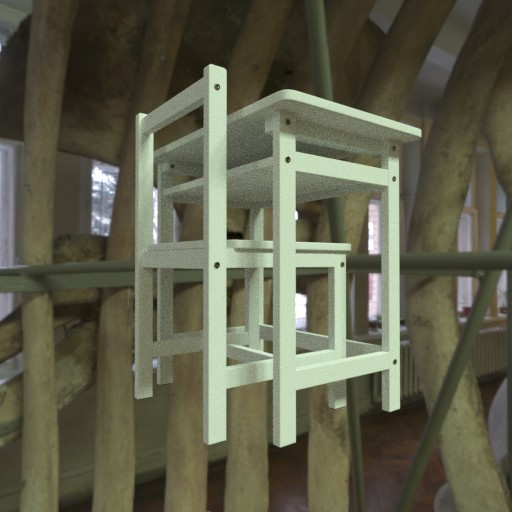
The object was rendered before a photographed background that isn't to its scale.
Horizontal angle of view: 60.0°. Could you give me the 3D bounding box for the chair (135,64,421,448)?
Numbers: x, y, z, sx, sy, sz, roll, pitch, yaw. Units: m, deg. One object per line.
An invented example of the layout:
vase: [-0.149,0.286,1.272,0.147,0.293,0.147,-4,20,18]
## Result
chair: [0.000,0.000,1.053,0.461,0.673,0.599,1,-1,-37]
